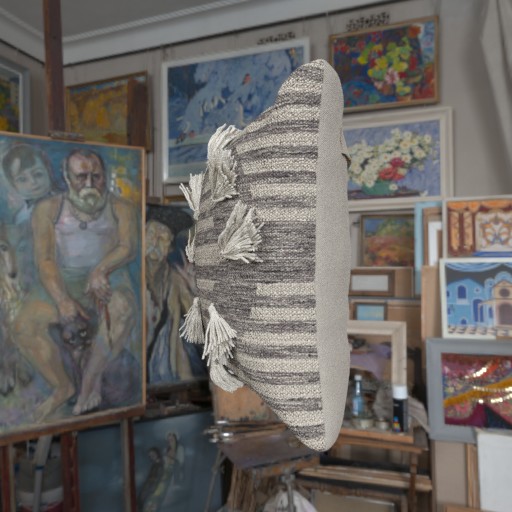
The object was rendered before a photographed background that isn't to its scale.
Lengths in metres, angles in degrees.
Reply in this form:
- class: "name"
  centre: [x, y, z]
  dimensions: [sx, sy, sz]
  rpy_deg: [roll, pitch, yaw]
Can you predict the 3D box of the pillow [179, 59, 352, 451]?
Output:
- class: "pillow"
  centre: [0.000, 0.000, 0.769]
  dimensions: [0.234, 0.490, 0.484]
  rpy_deg: [0, -1, -18]
